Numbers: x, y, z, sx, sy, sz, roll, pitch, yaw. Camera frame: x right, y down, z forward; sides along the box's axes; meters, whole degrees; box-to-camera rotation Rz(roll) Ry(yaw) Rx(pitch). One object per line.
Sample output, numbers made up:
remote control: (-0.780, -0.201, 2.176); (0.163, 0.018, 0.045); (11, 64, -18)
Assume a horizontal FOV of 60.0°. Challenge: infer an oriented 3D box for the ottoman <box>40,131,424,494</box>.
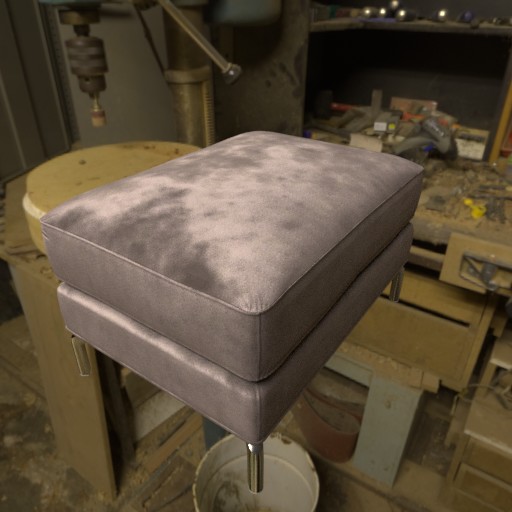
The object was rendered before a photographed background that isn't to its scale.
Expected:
ottoman: (0.000, 0.000, 1.027); (0.520, 0.456, 0.719); (20, 36, 30)
